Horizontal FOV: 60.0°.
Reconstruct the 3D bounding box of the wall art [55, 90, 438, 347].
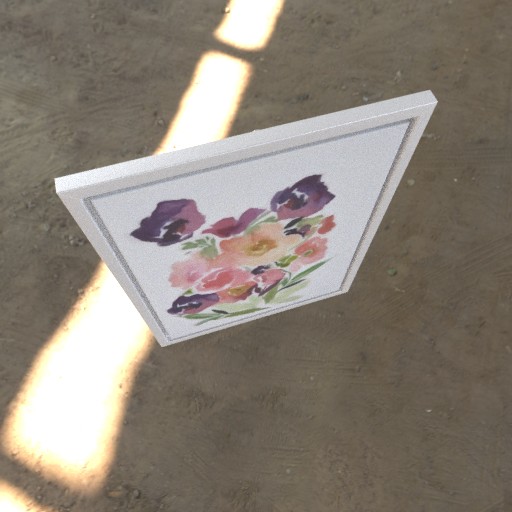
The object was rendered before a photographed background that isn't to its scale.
[{"bbox_3d":[0.000,0.000,1.373,0.805,1.056,0.042,-15,64,-8],"label":"wall art"}]
